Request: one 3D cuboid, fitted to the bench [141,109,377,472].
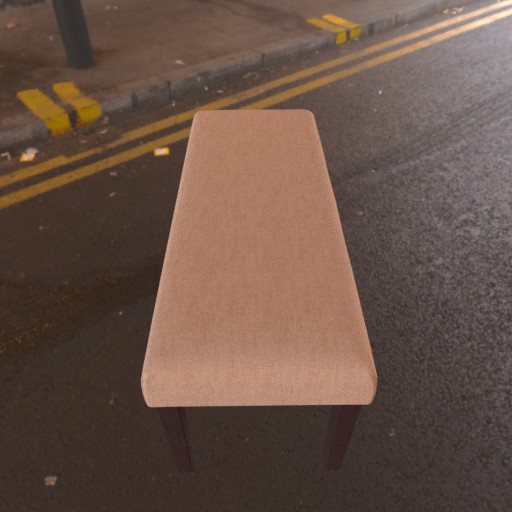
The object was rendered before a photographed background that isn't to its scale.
[{"bbox_3d":[0.000,0.000,1.231,0.407,0.456,1.013,0,43,-1],"label":"bench"}]
